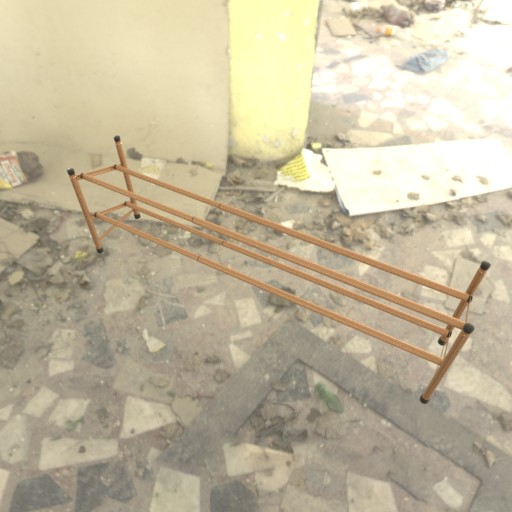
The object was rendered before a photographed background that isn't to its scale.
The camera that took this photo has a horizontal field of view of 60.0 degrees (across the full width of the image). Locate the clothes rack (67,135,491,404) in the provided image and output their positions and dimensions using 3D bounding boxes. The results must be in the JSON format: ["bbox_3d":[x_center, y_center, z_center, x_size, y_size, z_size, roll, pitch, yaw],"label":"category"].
[{"bbox_3d":[0.000,0.000,1.313,1.168,0.349,0.229,22,51,19],"label":"clothes rack"}]
